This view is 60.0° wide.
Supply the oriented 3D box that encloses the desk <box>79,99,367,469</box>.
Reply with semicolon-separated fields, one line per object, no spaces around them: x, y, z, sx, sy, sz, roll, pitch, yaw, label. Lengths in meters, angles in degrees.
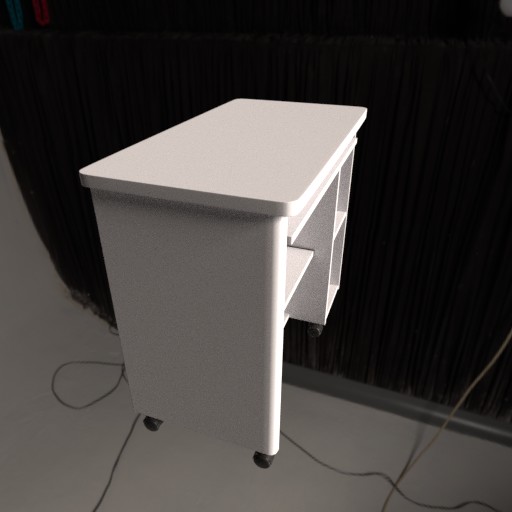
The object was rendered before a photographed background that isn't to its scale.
0.000;0.000;1.375;0.475;0.763;0.877;10;31;18;desk
